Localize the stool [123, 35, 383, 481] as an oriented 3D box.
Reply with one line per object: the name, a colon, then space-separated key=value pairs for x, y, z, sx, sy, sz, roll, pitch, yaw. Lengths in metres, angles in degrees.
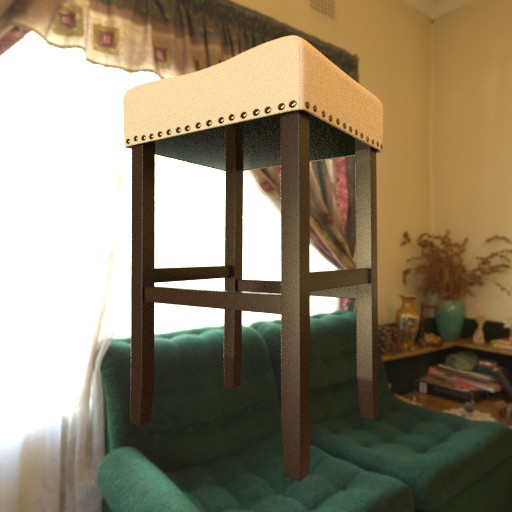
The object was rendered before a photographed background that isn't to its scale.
stool: x=0.000 y=0.000 z=1.030 sx=0.471 sy=0.762 sz=0.401 roll=0 pitch=0 yaw=35
